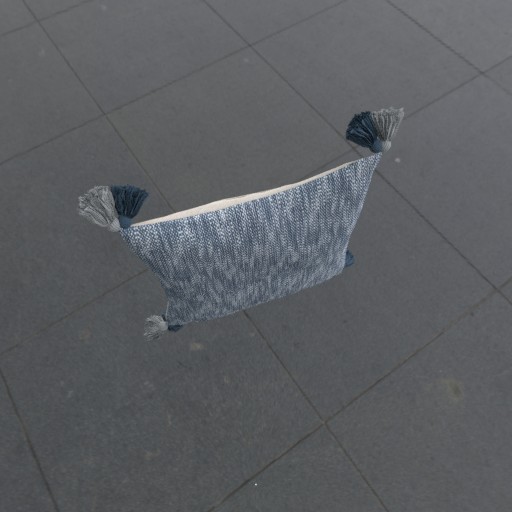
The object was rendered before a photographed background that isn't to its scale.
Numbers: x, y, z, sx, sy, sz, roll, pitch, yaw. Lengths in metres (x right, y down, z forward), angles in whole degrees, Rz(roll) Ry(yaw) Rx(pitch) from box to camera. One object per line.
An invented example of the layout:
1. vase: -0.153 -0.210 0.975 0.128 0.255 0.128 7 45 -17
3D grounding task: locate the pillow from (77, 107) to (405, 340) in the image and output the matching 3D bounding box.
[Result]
1. pillow: 0.000 0.000 0.957 0.614 0.634 0.138 -17 64 -9
